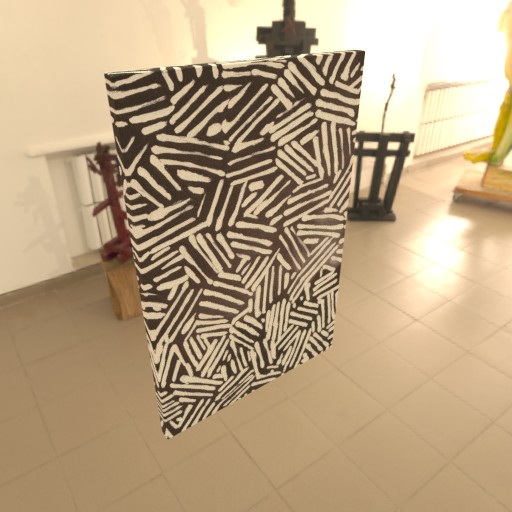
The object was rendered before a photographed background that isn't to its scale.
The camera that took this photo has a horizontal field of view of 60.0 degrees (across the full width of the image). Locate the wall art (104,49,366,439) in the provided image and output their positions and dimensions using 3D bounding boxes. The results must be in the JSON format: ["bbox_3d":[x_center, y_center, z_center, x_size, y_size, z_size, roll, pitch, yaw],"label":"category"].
[{"bbox_3d":[0.000,0.000,1.126,0.615,0.918,0.035,-20,36,-31],"label":"wall art"}]
